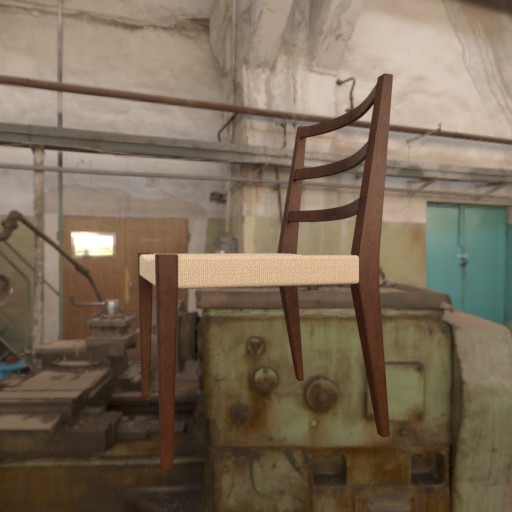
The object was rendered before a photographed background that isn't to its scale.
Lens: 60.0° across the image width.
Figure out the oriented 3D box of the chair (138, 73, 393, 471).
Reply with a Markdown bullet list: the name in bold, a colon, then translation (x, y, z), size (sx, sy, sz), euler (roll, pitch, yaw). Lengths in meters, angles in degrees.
- **chair**: translation (0.000, 0.000, 1.133), size (0.551, 0.813, 0.480), euler (0, 1, -19)
